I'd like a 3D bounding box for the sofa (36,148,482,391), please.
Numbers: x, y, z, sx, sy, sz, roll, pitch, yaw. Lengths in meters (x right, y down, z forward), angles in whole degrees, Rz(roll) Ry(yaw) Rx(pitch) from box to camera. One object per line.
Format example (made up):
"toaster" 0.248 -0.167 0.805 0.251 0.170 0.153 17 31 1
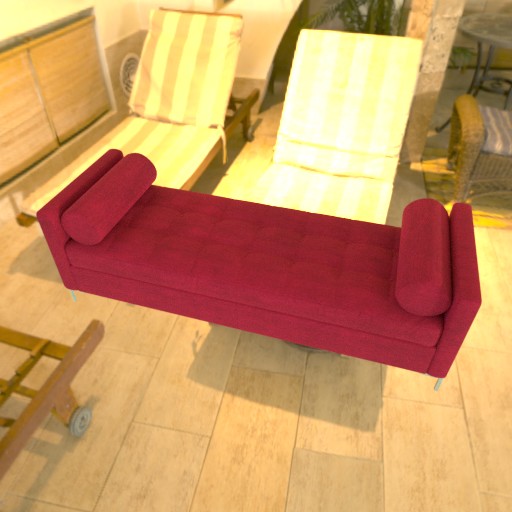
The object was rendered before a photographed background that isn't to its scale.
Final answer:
"sofa" 0.000 0.000 2.312 1.981 0.635 0.686 11 42 13
